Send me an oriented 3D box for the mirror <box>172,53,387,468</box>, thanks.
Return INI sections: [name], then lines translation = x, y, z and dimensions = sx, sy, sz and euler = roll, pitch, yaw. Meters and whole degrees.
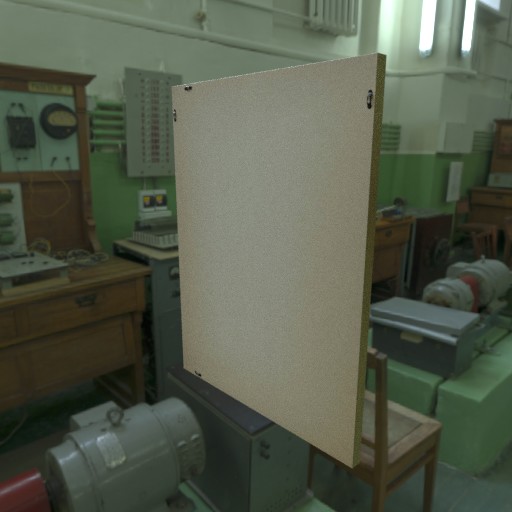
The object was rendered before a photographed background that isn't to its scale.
[mirror]
translation = 0.000, 0.000, 1.323
dimensions = 0.040, 1.016, 0.762
euler = -13, 19, -43
